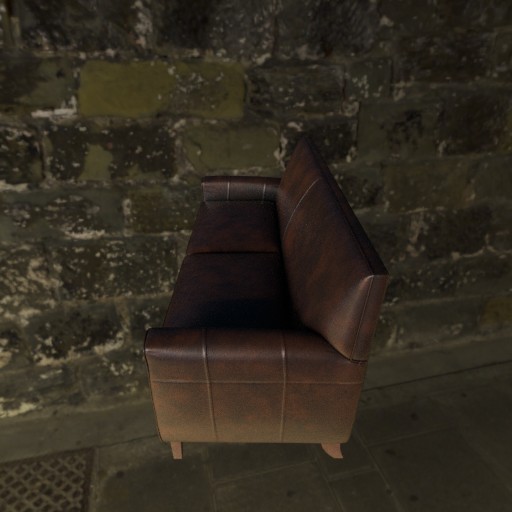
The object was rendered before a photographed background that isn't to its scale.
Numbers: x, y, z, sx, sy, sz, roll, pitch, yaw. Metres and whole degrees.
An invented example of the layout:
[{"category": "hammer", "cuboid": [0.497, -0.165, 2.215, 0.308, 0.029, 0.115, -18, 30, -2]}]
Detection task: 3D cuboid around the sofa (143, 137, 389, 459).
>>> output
[{"category": "sofa", "cuboid": [0.000, 0.000, 2.381, 0.786, 0.871, 1.995, 0, 26, 0]}]
